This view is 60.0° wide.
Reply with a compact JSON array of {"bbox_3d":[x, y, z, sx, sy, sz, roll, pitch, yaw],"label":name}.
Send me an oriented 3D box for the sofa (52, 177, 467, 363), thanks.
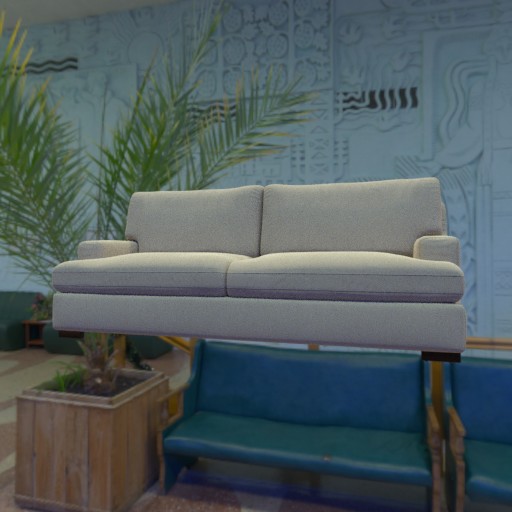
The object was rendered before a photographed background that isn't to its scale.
[{"bbox_3d":[0.000,0.000,2.579,2.147,0.925,0.929,0,0,17],"label":"sofa"}]
